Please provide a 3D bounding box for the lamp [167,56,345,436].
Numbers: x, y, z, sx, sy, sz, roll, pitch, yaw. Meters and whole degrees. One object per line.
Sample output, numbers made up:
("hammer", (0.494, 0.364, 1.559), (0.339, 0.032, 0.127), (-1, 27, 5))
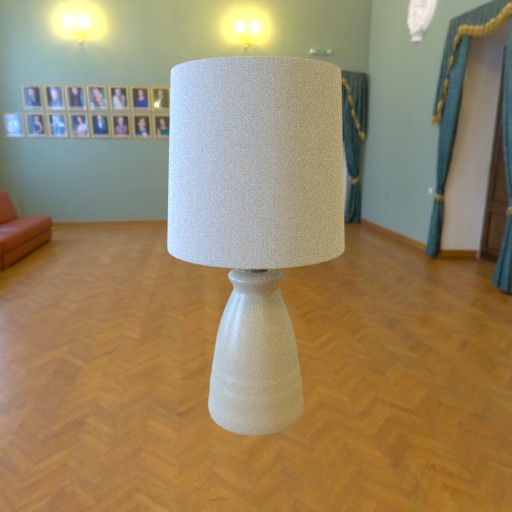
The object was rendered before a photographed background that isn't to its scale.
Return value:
("lamp", (0.000, 0.000, 0.478), (0.186, 0.369, 0.186), (0, 14, 0))
